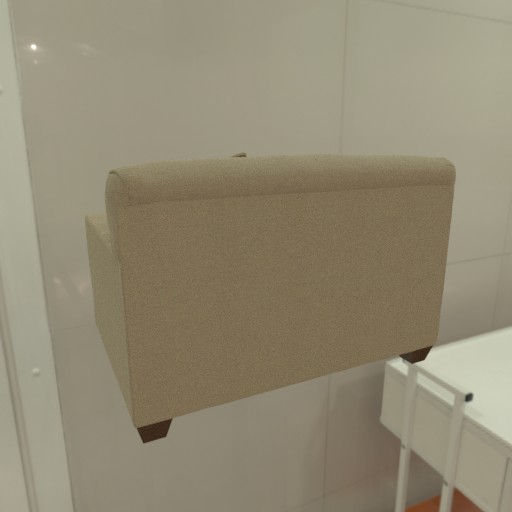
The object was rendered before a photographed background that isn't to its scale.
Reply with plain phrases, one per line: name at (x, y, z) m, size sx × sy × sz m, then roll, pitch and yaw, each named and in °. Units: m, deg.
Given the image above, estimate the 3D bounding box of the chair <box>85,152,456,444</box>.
chair at (0.000, 0.000, 2.039) m, size 1.383 × 0.948 × 1.000 m, roll -7°, pitch 17°, yaw -26°
